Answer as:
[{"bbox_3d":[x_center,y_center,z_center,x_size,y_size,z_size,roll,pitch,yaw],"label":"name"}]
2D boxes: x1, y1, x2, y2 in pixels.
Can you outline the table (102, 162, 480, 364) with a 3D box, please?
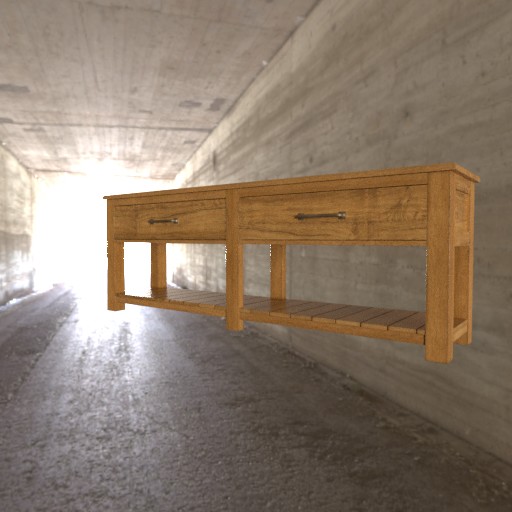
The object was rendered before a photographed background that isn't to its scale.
[{"bbox_3d":[0.000,0.000,2.073,1.815,0.635,0.425,2,3,36],"label":"table"}]
